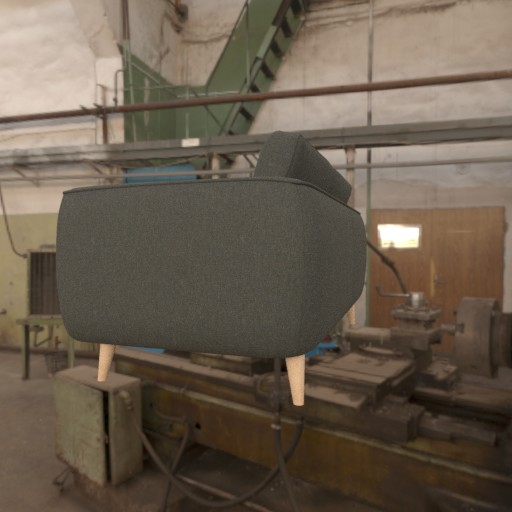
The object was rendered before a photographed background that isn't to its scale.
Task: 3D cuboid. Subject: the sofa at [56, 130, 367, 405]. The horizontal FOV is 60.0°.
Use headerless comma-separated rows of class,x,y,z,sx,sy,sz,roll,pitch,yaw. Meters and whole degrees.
sofa,0.000,0.000,2.116,0.920,0.850,1.700,1,2,19
